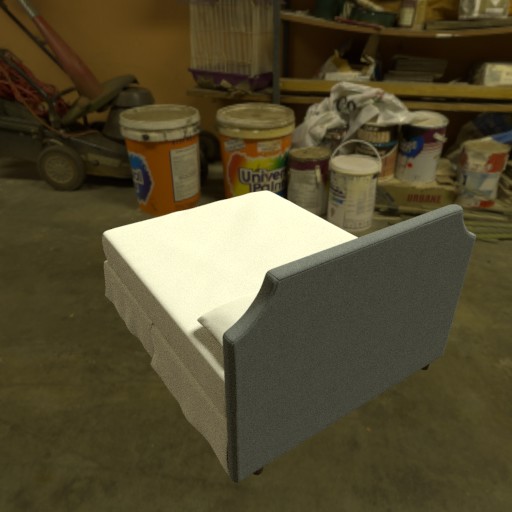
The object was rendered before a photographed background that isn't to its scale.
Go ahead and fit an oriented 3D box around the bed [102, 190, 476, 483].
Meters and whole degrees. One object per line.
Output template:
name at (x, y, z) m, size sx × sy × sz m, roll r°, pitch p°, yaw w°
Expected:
bed at (0.000, 0.000, 3.317) m, size 1.811 × 1.296 × 2.259 m, roll -19°, pitch 35°, yaw -29°
